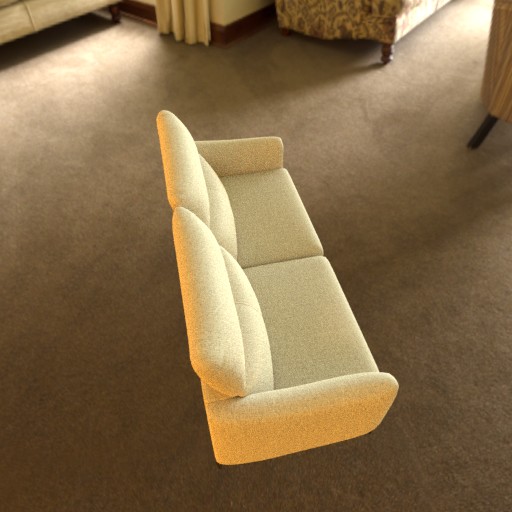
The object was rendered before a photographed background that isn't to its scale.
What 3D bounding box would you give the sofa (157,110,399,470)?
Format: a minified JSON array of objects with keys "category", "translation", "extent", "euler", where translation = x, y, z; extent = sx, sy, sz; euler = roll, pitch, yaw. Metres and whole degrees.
[{"category":"sofa","translation":[0.000,0.000,2.502],"extent":[0.856,0.956,2.015],"euler":[-10,48,-9]}]
